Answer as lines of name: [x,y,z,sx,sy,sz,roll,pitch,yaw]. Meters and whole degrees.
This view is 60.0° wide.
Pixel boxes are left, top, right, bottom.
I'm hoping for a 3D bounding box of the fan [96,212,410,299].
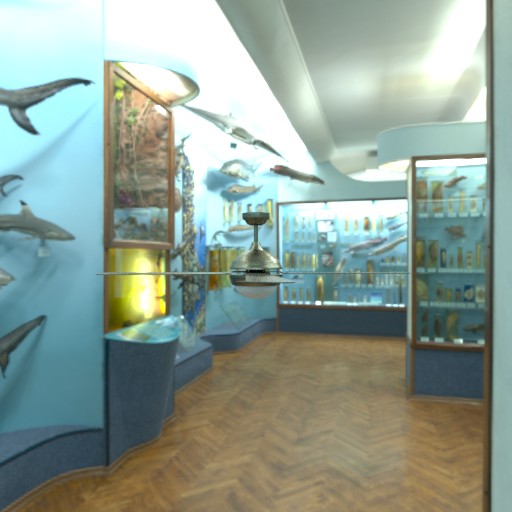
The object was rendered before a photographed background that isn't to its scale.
fan: [0.000,0.000,1.983,1.321,0.381,1.321,0,0,17]
